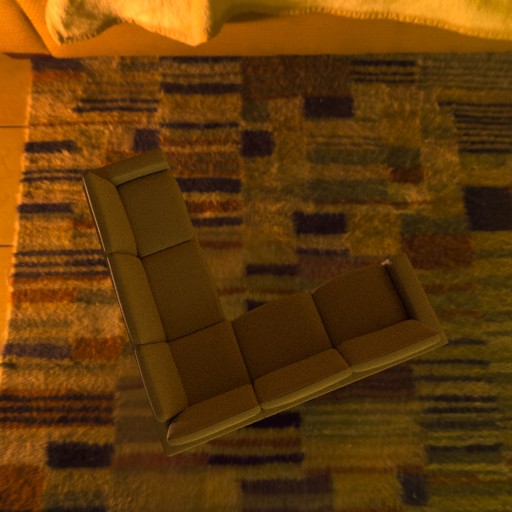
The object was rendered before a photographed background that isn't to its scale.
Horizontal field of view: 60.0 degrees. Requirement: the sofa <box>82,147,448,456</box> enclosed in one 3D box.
[{"bbox_3d":[0.000,0.000,4.208,2.622,0.800,2.742,-20,76,-5],"label":"sofa"}]
